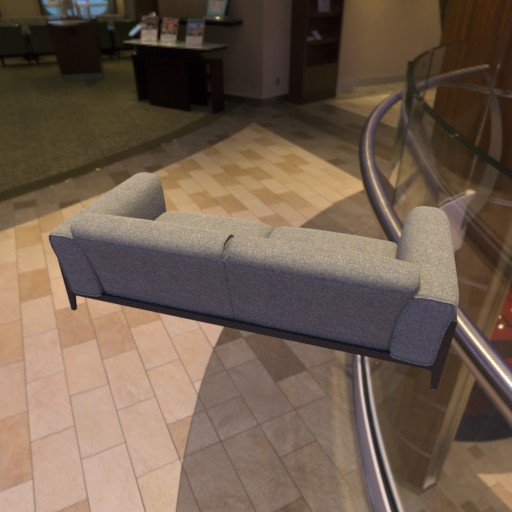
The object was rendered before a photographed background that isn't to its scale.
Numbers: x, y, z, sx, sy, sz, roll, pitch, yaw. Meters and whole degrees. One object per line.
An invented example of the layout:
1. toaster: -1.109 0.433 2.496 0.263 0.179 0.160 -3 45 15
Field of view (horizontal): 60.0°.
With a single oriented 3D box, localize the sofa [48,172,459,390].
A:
1. sofa: 0.000 0.000 2.608 2.125 0.703 0.985 9 33 15
